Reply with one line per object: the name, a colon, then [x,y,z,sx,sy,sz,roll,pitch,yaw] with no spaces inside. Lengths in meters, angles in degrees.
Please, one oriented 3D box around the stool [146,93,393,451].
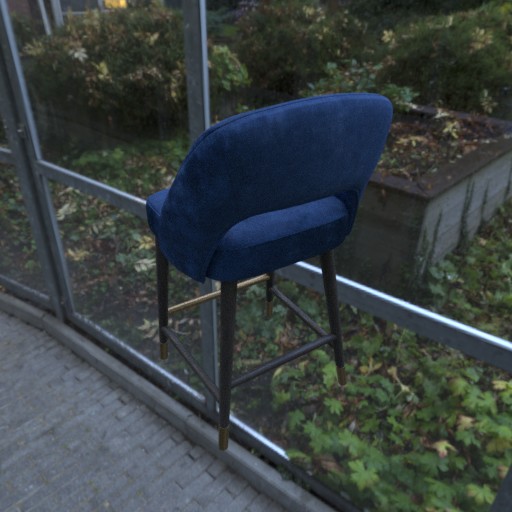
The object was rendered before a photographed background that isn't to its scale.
stool: [0.000,0.000,1.230,0.536,0.925,0.524,-18,35,-28]
